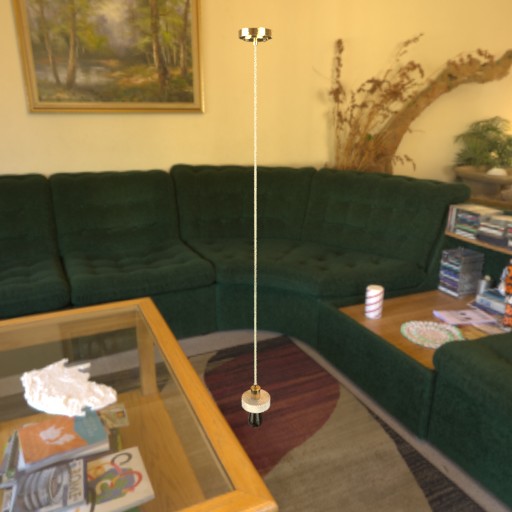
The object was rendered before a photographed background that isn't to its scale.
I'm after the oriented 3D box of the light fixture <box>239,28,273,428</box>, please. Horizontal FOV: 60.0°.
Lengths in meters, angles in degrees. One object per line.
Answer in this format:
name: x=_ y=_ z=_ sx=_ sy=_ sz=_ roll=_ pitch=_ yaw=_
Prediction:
light fixture: x=0.000 y=0.000 z=1.819 sx=0.129 sy=1.669 sz=0.129 roll=-15 pitch=23 yaw=-40
